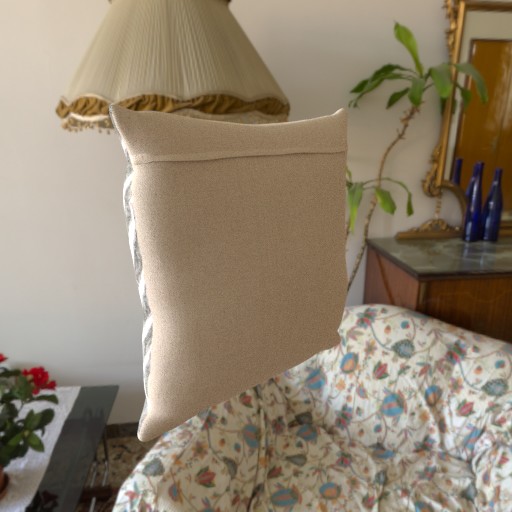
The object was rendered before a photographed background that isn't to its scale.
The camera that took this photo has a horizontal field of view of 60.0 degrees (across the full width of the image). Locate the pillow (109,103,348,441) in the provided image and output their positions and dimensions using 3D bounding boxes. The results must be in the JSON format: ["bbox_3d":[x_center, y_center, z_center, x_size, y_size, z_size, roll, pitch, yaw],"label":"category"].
[{"bbox_3d":[0.000,0.000,0.679,0.440,0.441,0.182,-15,22,-41],"label":"pillow"}]
